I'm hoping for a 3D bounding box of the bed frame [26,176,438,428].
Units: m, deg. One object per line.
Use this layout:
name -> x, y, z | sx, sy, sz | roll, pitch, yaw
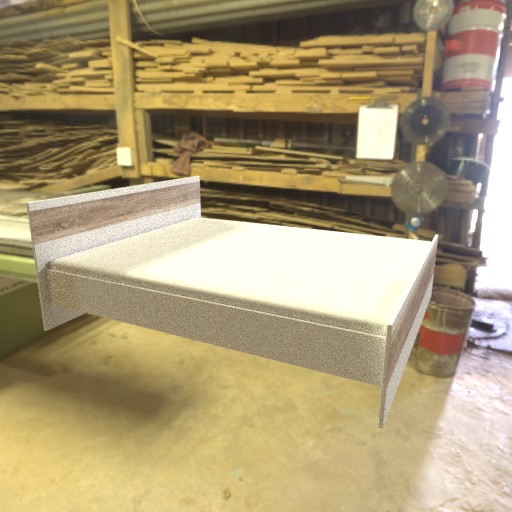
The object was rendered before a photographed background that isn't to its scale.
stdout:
bed frame -> 0.000, 0.000, 2.918 | 2.060, 0.800, 1.720 | 8, 18, 26
